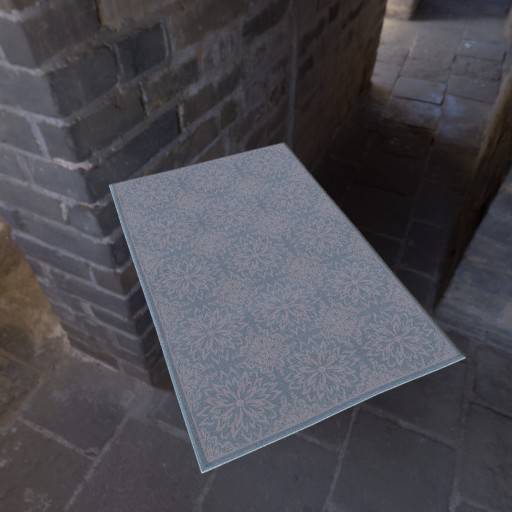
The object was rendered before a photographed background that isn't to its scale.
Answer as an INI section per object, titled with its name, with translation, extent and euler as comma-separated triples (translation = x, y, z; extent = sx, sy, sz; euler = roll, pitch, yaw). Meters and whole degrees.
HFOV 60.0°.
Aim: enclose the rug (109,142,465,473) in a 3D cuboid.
[rug]
translation = 0.000, 0.000, 3.519
extent = 1.819, 0.018, 2.746
euler = -17, 49, -15
